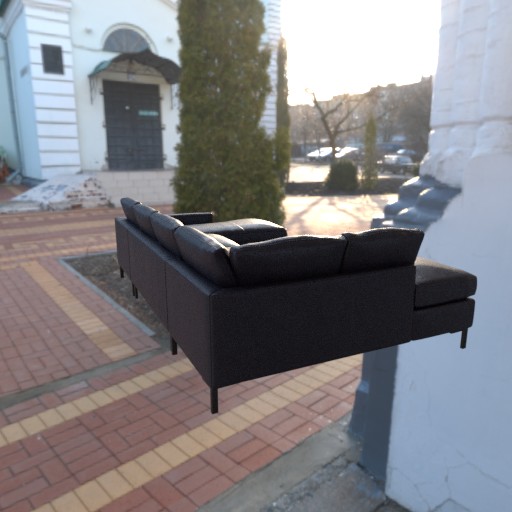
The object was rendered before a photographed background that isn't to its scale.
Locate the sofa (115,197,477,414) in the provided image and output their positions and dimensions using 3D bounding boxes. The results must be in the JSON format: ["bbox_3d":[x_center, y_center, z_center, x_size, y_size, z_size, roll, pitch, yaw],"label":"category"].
[{"bbox_3d":[0.000,0.000,3.877,1.939,0.900,2.956,-6,15,-25],"label":"sofa"}]
